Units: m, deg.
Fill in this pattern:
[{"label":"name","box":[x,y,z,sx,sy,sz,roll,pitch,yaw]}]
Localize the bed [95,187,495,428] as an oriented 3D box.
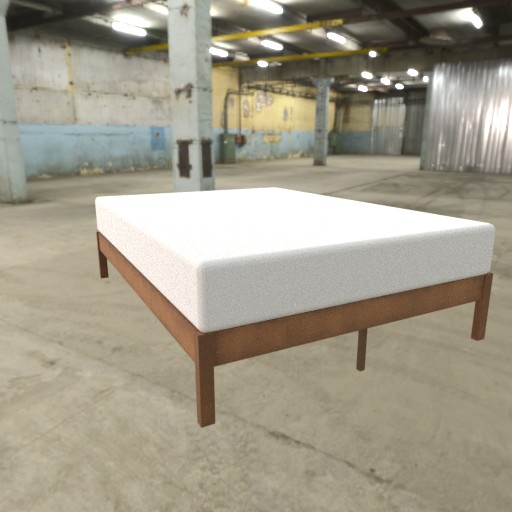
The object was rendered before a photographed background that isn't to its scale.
[{"label":"bed","box":[0.000,0.000,2.691,1.529,0.593,2.050,-8,16,-27]}]
